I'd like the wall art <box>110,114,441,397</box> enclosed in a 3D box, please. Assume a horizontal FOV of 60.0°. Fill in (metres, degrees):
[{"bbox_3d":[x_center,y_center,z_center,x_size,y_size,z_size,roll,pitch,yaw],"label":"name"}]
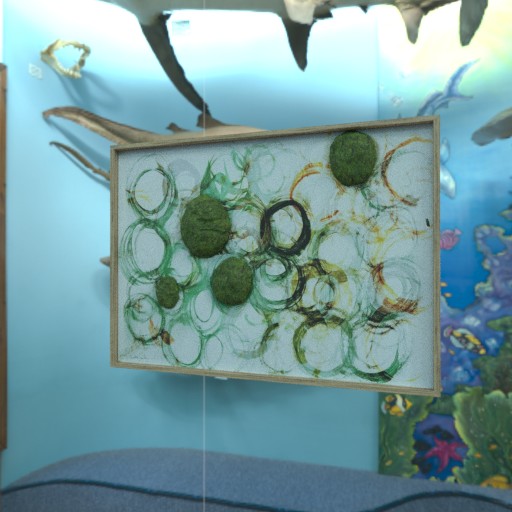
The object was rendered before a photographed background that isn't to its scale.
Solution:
[{"bbox_3d":[0.000,0.000,1.095,0.841,0.609,0.063,0,0,18],"label":"wall art"}]
